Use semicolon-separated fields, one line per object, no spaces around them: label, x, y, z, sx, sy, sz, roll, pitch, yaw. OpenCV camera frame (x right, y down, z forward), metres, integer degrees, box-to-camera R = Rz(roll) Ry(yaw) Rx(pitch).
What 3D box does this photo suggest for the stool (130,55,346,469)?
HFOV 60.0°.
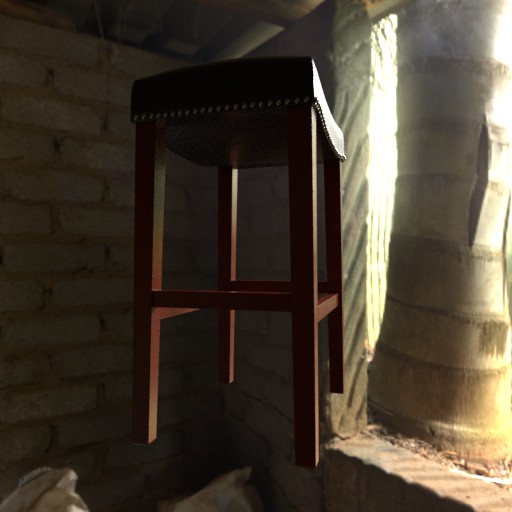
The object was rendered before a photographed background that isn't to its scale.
stool;0.000;0.000;1.048;0.372;0.742;0.504;0;0;17
